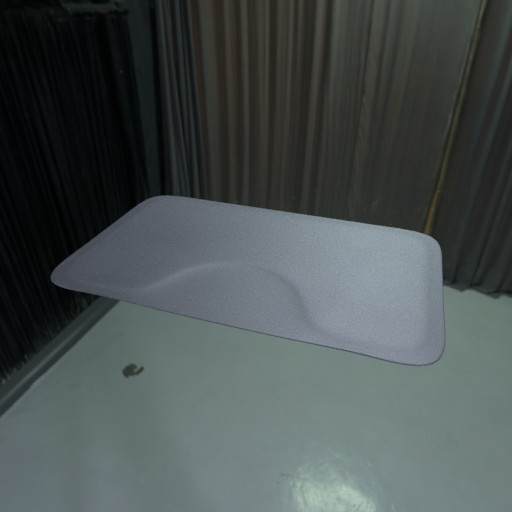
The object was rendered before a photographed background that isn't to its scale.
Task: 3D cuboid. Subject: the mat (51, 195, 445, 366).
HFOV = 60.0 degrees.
[{"bbox_3d":[0.000,0.000,1.911,1.524,0.013,0.918,10,33,16],"label":"mat"}]
